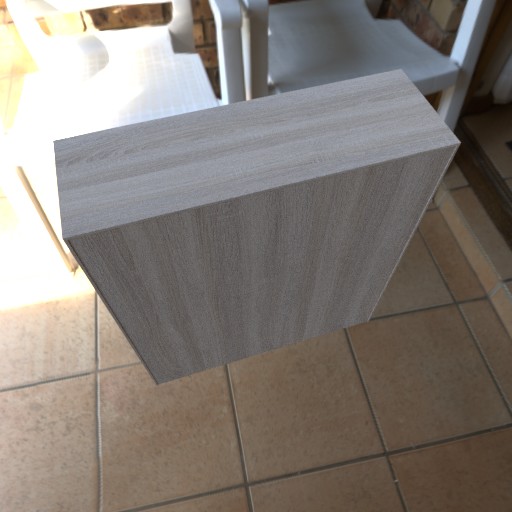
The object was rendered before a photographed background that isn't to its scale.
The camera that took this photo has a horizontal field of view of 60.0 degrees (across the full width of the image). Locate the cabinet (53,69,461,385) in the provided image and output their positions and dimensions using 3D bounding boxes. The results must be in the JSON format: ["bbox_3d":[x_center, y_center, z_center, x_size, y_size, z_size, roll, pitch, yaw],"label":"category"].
[{"bbox_3d":[0.000,0.000,3.003,1.870,2.060,0.620,-15,59,-9],"label":"cabinet"}]
